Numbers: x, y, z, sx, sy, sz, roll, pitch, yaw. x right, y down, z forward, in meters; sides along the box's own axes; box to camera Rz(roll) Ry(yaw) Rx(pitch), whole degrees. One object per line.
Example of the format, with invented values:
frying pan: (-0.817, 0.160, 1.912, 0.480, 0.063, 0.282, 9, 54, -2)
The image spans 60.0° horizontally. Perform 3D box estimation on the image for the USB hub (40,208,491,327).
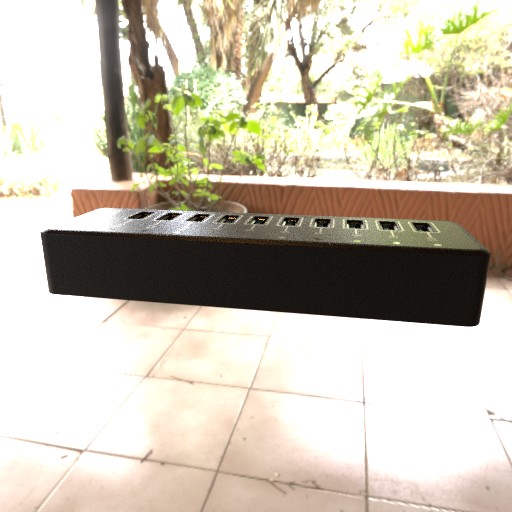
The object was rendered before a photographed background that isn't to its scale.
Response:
USB hub: (0.000, 0.000, 0.161, 0.145, 0.023, 0.044, 3, 17, 10)
